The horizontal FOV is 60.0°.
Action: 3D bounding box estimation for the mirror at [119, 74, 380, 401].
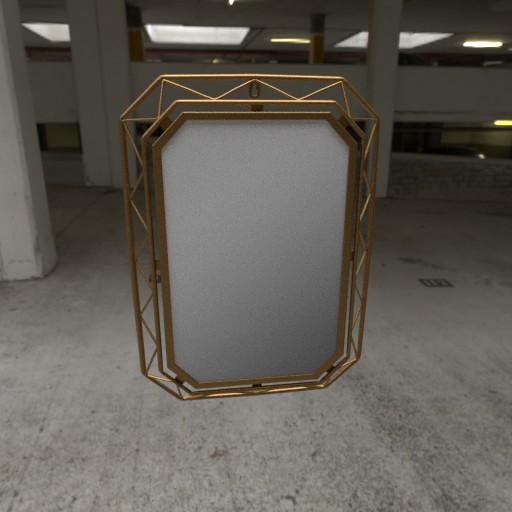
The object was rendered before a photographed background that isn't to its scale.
[{"bbox_3d":[0.000,0.000,0.739,0.417,0.566,0.042,-2,18,-8],"label":"mirror"}]
